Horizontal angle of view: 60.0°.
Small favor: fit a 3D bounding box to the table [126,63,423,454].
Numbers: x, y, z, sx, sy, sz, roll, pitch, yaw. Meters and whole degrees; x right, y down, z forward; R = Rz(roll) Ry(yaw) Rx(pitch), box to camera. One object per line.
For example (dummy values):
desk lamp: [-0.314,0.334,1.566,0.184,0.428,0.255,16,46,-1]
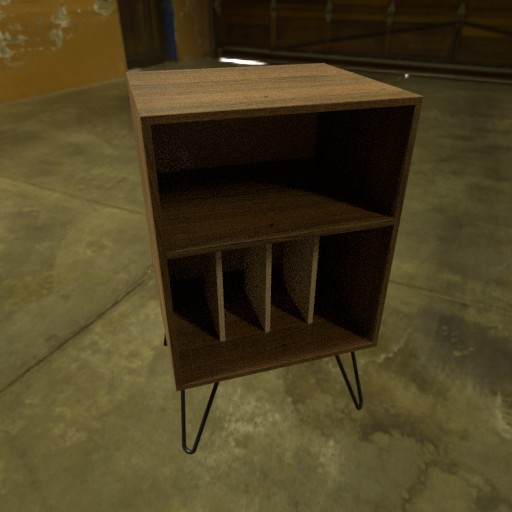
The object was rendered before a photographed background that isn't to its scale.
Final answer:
table: [0.000,0.000,1.172,0.526,0.866,0.457,-9,32,-14]
